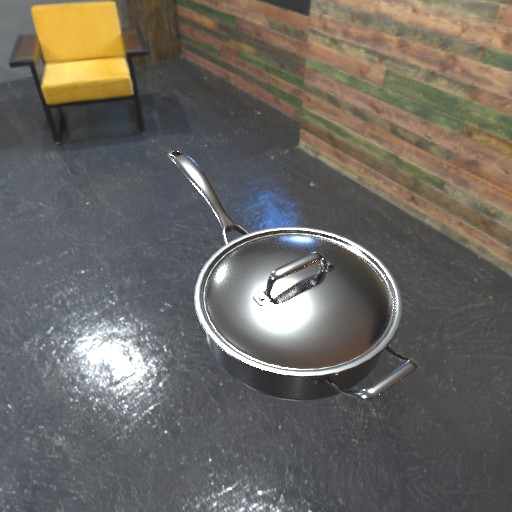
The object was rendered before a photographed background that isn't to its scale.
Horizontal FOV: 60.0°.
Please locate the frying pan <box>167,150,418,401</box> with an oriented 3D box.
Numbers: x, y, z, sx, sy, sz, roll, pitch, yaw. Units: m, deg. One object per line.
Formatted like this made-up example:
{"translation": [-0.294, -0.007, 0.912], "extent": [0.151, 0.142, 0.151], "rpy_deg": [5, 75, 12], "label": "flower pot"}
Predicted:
{"translation": [0.000, 0.000, 0.594], "extent": [0.245, 0.111, 0.492], "rpy_deg": [-24, 46, -25], "label": "frying pan"}
